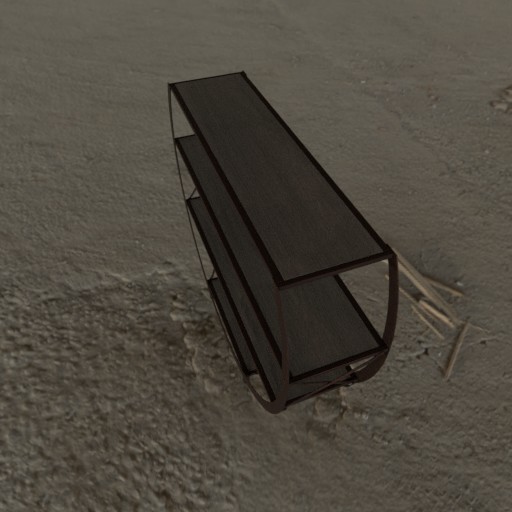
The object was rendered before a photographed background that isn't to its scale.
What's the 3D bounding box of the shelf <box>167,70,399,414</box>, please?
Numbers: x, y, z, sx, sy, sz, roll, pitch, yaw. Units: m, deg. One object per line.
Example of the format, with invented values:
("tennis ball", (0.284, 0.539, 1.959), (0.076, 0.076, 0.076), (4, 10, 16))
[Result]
("shelf", (0.000, 0.000, 1.907), (0.344, 1.063, 1.403), (-15, 48, -14))
